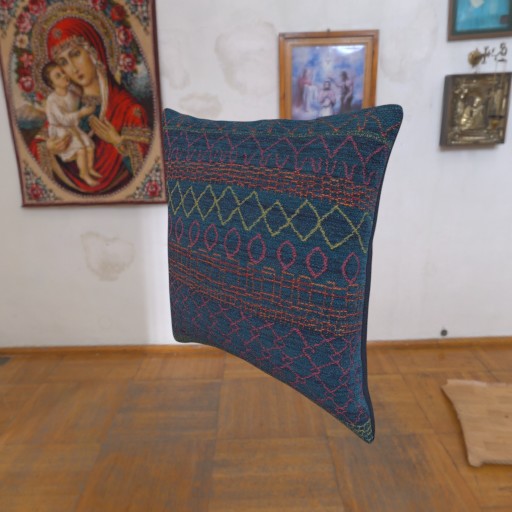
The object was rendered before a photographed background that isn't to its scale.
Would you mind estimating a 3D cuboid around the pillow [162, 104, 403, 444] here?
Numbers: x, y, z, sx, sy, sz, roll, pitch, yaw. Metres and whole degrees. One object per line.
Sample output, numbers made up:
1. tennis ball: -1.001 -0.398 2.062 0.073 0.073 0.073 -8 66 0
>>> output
1. pillow: 0.000 0.000 0.664 0.431 0.431 0.141 15 22 42
